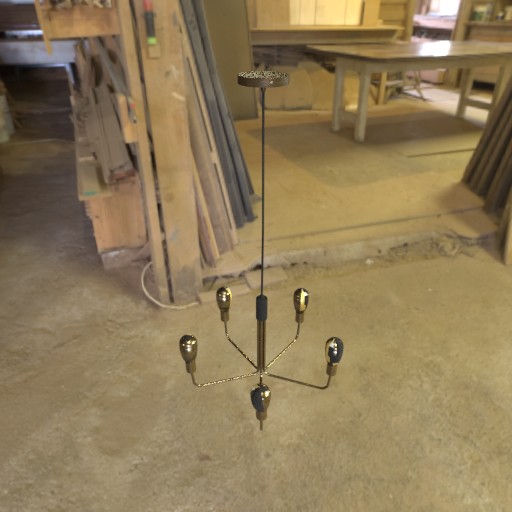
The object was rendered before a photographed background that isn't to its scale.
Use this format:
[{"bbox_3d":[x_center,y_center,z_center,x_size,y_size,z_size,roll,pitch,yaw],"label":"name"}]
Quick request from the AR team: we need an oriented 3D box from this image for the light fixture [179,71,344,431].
[{"bbox_3d":[0.000,0.000,1.394,0.532,1.059,0.588,-8,31,-14],"label":"light fixture"}]
